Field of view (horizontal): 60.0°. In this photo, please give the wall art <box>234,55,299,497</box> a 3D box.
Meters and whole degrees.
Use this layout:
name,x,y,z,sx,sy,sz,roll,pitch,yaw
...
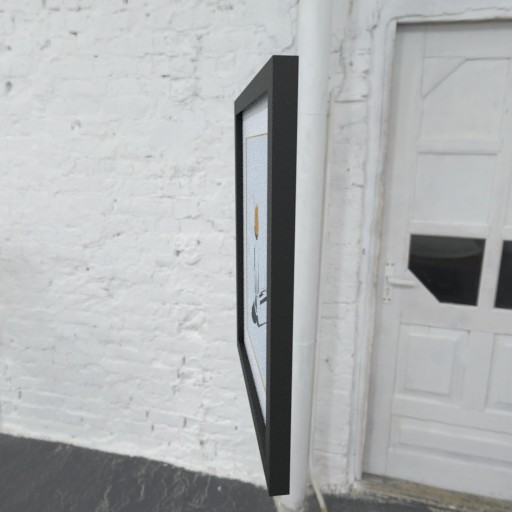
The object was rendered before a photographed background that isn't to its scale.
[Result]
name,x,y,z,sx,sy,sz,roll,pitch,yaw
wall art,0.000,0.000,0.528,0.019,0.381,0.330,-2,14,-7
